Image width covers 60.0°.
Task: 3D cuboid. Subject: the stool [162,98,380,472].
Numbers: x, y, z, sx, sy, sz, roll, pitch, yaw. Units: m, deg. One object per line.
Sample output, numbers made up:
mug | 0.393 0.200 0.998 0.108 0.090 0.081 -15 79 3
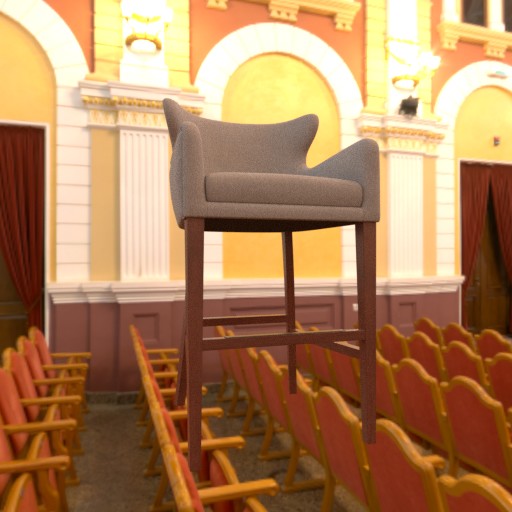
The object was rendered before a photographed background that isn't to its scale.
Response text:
stool | 0.000 0.000 1.425 0.575 1.047 0.575 0 0 -18
